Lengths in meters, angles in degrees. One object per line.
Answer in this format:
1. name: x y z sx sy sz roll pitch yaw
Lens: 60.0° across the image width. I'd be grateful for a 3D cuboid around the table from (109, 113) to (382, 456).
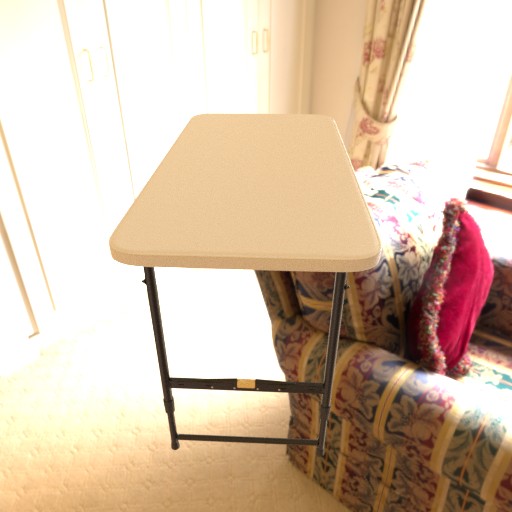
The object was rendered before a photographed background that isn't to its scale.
1. table: 0.000 0.000 1.630 0.610 0.737 1.219 1 31 2
